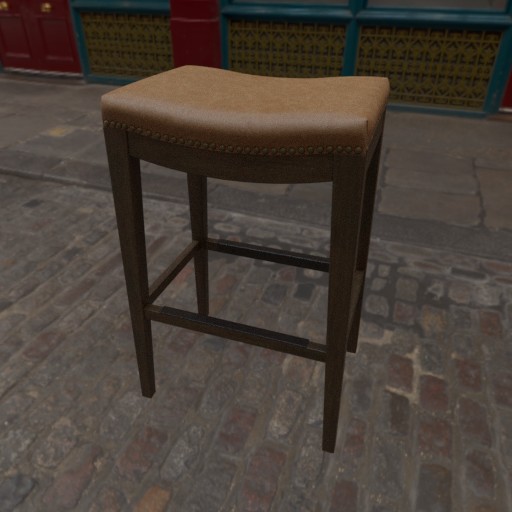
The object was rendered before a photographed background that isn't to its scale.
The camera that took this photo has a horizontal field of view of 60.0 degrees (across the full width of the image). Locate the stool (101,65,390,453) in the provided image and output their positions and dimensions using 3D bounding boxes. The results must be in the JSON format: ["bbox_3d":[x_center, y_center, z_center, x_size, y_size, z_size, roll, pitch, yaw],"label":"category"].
[{"bbox_3d":[0.000,0.000,1.024,0.500,0.759,0.361,11,34,16],"label":"stool"}]
